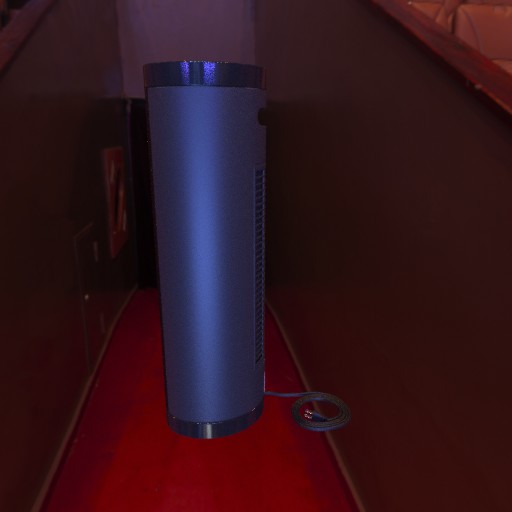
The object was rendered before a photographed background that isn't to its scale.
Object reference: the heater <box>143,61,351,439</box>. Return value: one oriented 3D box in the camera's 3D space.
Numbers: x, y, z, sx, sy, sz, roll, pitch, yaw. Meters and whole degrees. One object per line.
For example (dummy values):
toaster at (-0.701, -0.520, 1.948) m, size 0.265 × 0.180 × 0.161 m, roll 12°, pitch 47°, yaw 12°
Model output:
heater at (0.000, 0.000, 0.703) m, size 0.312 × 0.552 × 0.174 m, roll -3°, pitch 17°, yaw -9°
